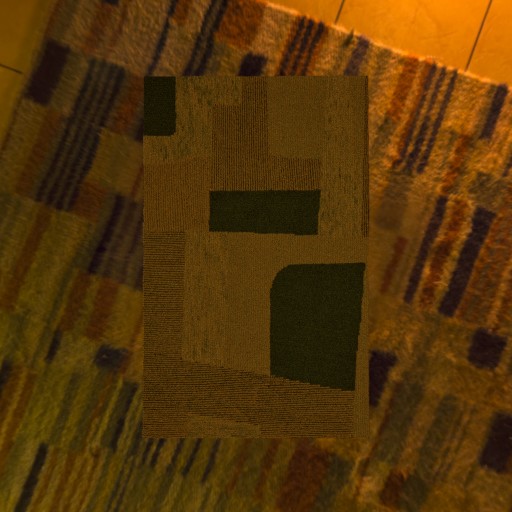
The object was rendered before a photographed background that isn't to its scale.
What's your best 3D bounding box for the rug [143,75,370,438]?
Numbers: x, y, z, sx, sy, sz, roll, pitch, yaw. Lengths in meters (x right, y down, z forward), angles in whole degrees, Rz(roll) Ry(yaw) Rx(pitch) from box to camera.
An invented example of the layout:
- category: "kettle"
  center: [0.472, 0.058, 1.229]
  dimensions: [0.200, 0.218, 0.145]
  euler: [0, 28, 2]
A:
- category: "rug"
  center: [0.000, 0.000, 2.977]
  dimensions: [1.521, 0.015, 2.436]
  euler: [0, 89, 0]
